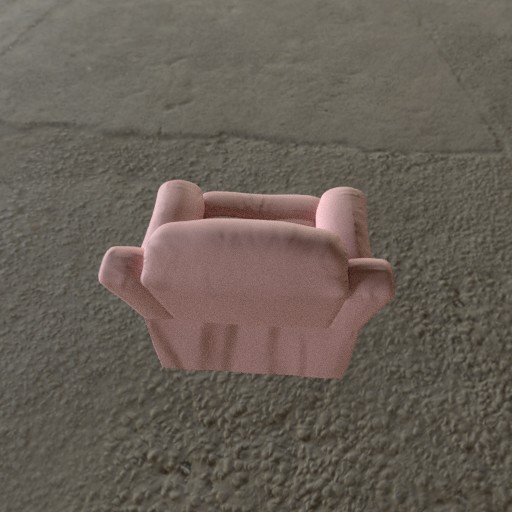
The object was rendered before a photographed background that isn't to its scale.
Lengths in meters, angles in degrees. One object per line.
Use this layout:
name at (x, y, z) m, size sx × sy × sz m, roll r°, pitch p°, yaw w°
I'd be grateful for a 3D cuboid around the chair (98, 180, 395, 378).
chair at (0.000, 0.000, 1.296) m, size 0.680 × 0.702 × 0.709 m, roll 3°, pitch 46°, yaw 3°
